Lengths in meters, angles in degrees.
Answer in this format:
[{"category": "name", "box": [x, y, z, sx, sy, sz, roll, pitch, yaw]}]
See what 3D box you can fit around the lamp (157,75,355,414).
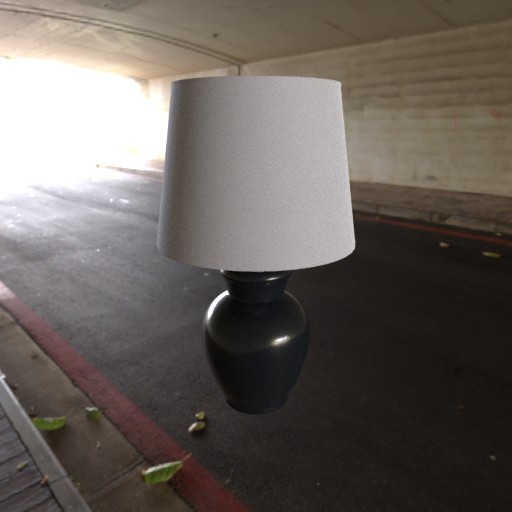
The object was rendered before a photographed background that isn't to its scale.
[{"category": "lamp", "box": [0.000, 0.000, 0.552, 0.239, 0.399, 0.239, 0, 16, 0]}]
